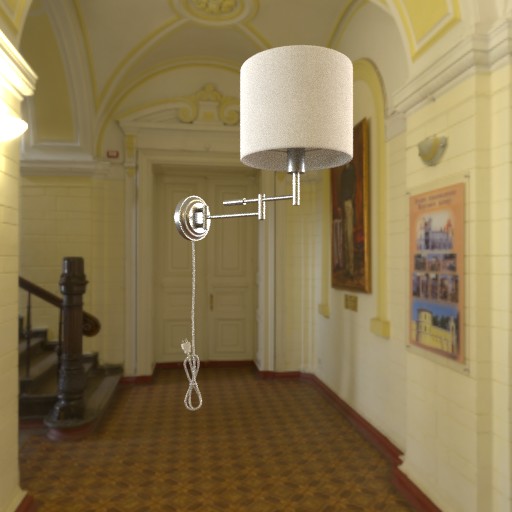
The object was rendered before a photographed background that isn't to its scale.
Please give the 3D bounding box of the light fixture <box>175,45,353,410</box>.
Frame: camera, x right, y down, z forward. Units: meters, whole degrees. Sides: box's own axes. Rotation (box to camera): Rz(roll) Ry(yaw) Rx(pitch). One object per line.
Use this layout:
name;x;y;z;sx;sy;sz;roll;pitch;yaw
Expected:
light fixture;0.000;0.000;1.076;0.479;0.842;0.253;0;0;36
